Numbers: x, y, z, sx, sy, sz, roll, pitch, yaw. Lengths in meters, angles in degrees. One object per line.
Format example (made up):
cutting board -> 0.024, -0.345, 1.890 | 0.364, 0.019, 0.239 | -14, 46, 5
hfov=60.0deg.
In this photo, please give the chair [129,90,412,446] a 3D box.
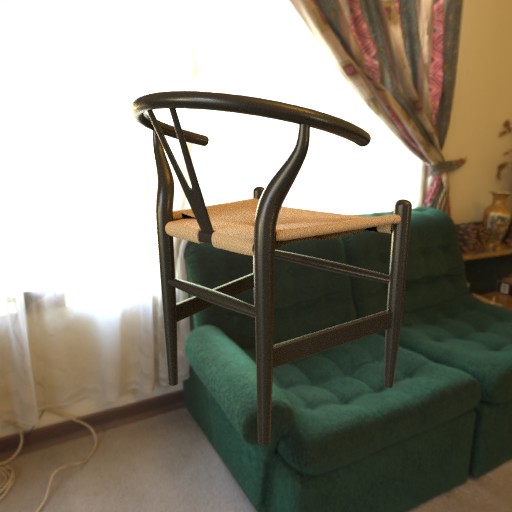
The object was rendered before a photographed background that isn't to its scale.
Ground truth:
chair -> 0.000, 0.000, 1.121 | 0.570, 0.739, 0.570 | -13, 19, -43
